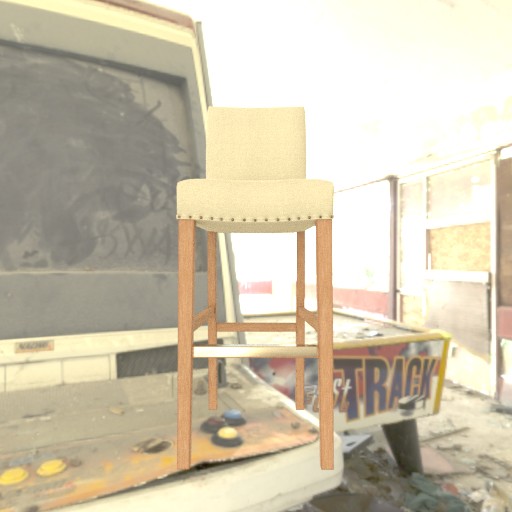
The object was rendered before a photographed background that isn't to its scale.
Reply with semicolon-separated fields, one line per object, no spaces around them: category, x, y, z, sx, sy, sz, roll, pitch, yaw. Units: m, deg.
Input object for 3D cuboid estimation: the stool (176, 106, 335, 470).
stool;0.000;0.000;1.449;0.428;1.143;0.546;0;-1;0
